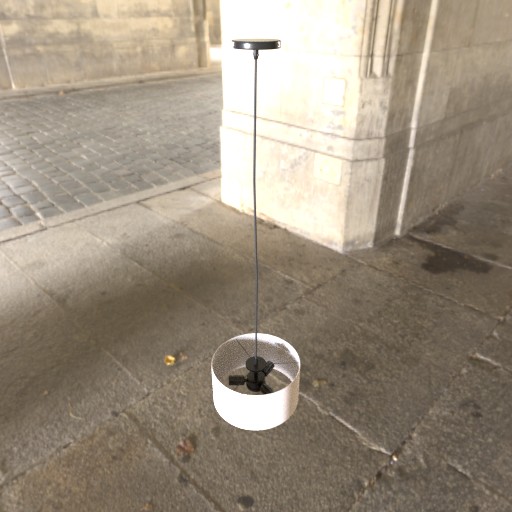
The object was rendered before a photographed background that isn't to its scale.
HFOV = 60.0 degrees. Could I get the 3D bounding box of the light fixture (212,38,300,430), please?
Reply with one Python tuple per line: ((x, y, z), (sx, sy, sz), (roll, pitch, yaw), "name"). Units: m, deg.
((0.000, 0.000, 1.726), (0.399, 1.516, 0.399), (0, 30, 0), "light fixture")
